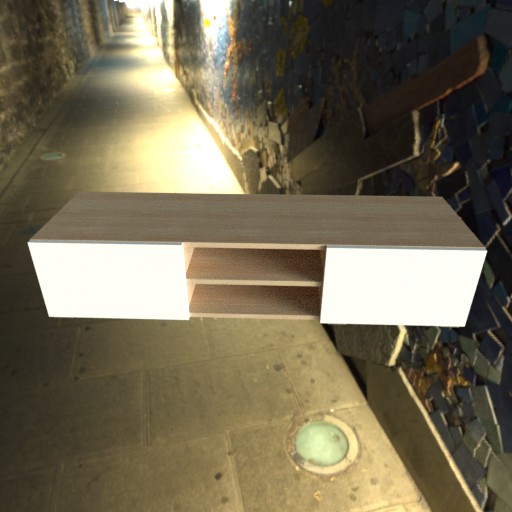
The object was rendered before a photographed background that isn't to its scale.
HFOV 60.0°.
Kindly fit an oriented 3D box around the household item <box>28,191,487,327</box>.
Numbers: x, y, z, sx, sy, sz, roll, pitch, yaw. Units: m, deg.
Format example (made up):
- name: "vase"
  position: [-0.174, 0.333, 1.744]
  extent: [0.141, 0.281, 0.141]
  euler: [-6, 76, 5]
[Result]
- name: "household item"
  position: [0.000, 0.000, 1.605]
  extent: [1.400, 0.310, 0.420]
  euler: [1, 30, 2]
